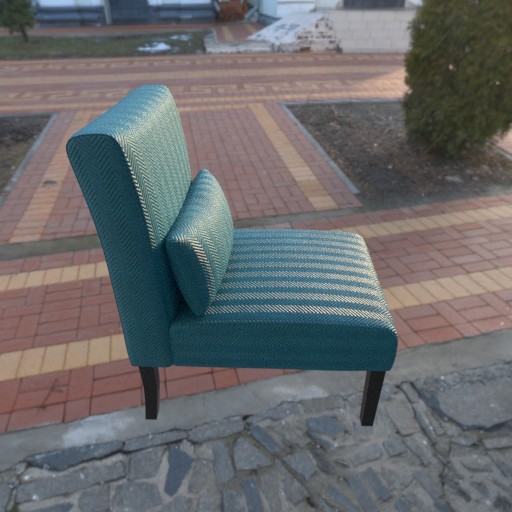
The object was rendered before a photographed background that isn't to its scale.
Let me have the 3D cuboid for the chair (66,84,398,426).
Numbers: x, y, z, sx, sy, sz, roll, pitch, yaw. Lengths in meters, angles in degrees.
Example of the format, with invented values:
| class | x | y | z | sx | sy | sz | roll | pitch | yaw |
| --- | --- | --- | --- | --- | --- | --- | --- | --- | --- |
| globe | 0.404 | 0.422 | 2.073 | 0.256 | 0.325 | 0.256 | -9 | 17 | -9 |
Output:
| class | x | y | z | sx | sy | sz | roll | pitch | yaw |
| --- | --- | --- | --- | --- | --- | --- | --- | --- | --- |
| chair | 0.000 | 0.000 | 1.397 | 0.808 | 0.927 | 0.579 | 1 | 31 | 2 |
